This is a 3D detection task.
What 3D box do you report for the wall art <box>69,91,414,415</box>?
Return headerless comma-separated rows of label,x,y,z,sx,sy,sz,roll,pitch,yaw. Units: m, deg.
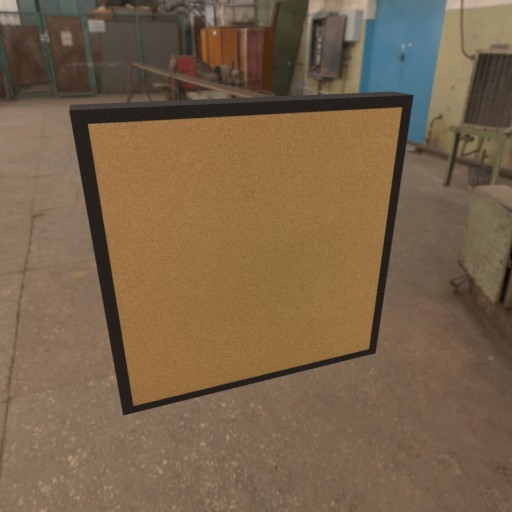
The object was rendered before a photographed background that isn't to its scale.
wall art,0.000,0.000,0.454,0.305,0.304,0.033,-9,27,-18
